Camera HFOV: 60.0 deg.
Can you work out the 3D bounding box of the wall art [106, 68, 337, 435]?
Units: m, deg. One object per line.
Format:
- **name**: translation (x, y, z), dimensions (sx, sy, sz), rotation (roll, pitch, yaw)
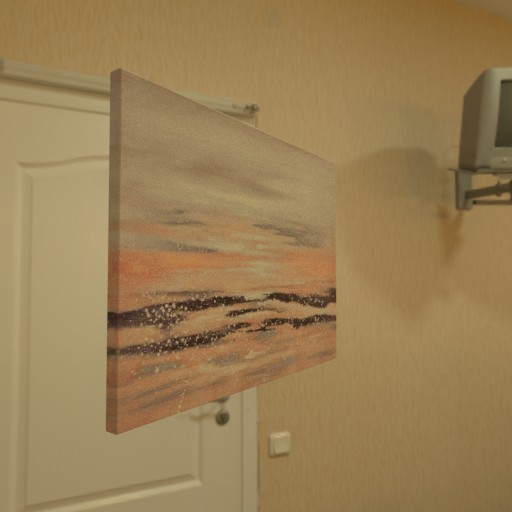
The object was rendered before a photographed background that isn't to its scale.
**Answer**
- **wall art**: translation (0.000, 0.000, 1.335), dimensions (0.038, 0.763, 1.015), rotation (-2, -3, 36)
